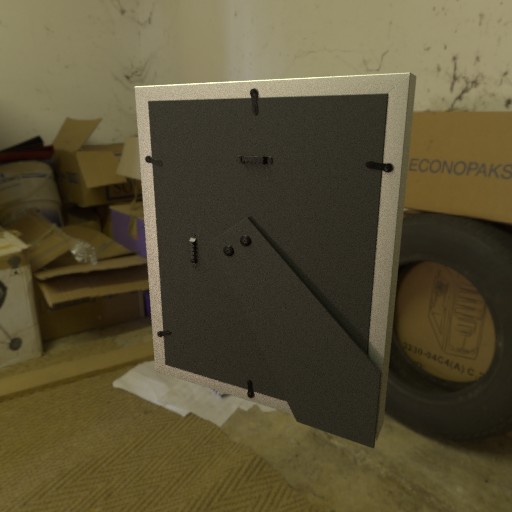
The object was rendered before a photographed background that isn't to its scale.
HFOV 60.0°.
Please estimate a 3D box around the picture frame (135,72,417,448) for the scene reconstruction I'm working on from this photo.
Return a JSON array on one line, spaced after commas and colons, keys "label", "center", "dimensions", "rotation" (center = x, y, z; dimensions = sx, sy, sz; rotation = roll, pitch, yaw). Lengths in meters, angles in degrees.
[{"label": "picture frame", "center": [0.000, 0.000, 0.383], "dimensions": [0.233, 0.282, 0.036], "rotation": [8, 18, 26]}]
